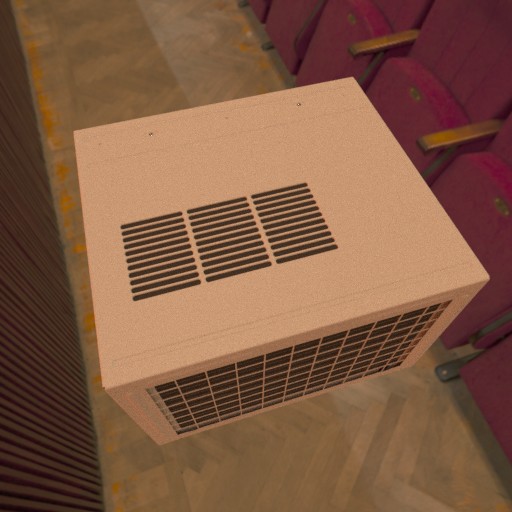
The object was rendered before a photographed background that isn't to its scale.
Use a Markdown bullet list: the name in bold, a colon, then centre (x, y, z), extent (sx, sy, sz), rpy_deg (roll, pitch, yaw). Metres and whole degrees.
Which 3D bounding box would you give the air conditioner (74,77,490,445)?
- **air conditioner**: centre (0.000, 0.000, 1.035), extent (0.645, 0.455, 0.599), rpy_deg (-14, 58, -9)
